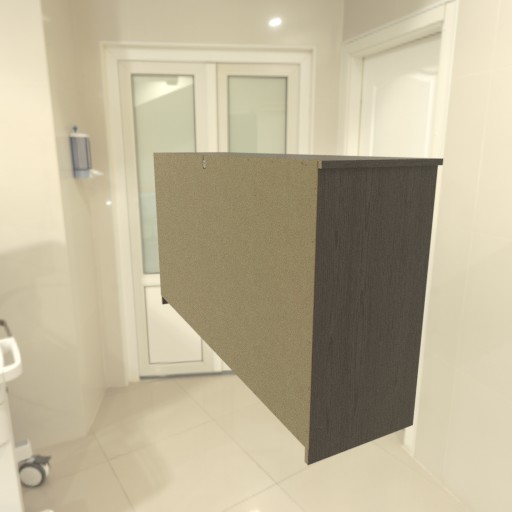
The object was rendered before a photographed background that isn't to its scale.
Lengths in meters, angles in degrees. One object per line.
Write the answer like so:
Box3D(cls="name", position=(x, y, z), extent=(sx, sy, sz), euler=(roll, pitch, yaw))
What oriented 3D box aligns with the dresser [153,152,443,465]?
Box3D(cls="dresser", position=(0.000, 0.000, 1.692), extent=(0.401, 0.755, 1.360), euler=(-7, 16, -26))
